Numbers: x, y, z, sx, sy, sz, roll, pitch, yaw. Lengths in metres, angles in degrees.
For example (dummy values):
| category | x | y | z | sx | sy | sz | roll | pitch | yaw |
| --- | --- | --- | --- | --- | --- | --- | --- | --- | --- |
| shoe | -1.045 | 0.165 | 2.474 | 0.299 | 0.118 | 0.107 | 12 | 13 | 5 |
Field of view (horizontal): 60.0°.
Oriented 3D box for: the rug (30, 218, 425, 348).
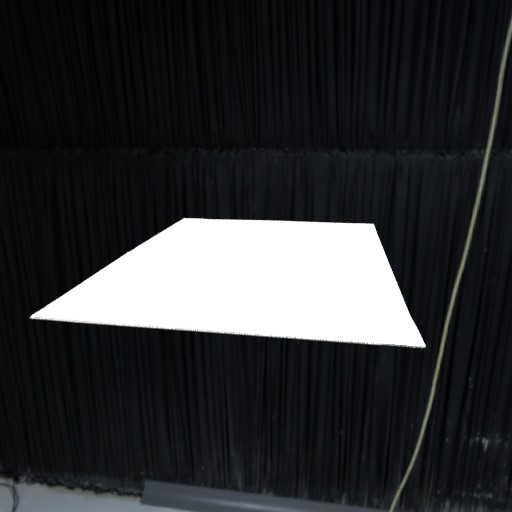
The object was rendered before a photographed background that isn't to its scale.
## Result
| category | x | y | z | sx | sy | sz | roll | pitch | yaw |
| --- | --- | --- | --- | --- | --- | --- | --- | --- | --- |
| rug | 0.000 | 0.000 | 4.904 | 2.873 | 0.053 | 3.778 | 3 | 17 | 9 |
